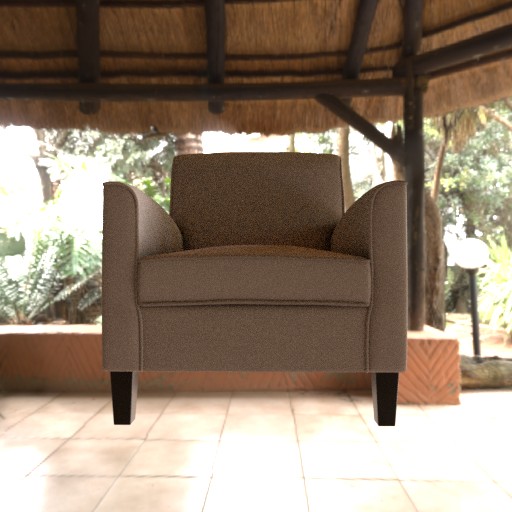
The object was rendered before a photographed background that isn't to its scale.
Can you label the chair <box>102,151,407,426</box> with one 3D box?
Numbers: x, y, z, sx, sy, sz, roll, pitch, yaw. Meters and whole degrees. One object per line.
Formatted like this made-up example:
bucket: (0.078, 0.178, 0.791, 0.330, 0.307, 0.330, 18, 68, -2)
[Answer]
chair: (0.000, 0.000, 1.557, 0.820, 0.915, 0.820, 0, -1, 1)
